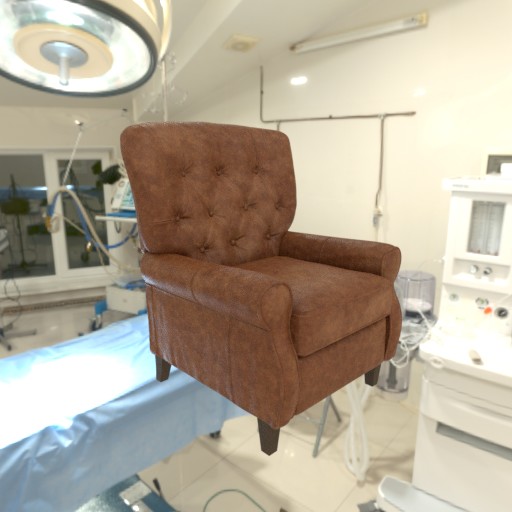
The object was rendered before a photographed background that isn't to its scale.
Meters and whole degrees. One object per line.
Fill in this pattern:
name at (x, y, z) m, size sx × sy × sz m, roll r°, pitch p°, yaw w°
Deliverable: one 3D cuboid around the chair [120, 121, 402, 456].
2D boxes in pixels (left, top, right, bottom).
chair at (0.000, 0.000, 1.949) m, size 0.951 × 1.164 × 1.059 m, roll -13°, pitch 19°, yaw -42°
